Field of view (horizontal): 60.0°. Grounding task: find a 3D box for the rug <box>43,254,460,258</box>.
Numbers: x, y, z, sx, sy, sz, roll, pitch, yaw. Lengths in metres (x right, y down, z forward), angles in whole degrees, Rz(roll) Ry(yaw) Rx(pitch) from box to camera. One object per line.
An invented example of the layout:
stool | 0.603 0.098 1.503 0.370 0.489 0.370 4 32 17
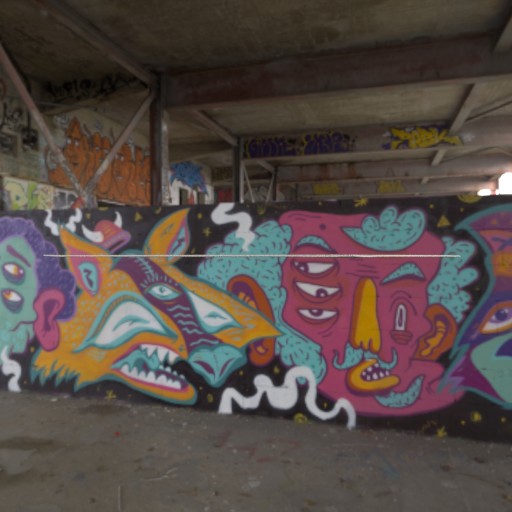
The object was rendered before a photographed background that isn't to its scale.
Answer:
rug | 0.000 0.000 4.154 3.069 0.026 2.451 0 0 36
